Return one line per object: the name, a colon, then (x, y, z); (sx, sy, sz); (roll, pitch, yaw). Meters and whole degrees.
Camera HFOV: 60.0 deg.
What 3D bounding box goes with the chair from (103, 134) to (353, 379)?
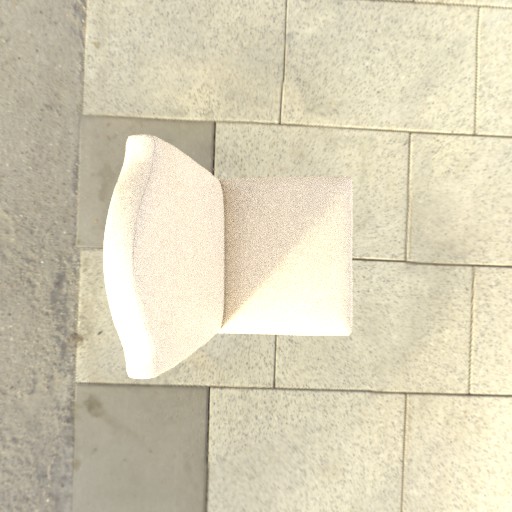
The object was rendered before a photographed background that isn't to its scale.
chair: (0.000, 0.000, 1.387); (0.648, 1.012, 0.534); (0, 90, -2)
